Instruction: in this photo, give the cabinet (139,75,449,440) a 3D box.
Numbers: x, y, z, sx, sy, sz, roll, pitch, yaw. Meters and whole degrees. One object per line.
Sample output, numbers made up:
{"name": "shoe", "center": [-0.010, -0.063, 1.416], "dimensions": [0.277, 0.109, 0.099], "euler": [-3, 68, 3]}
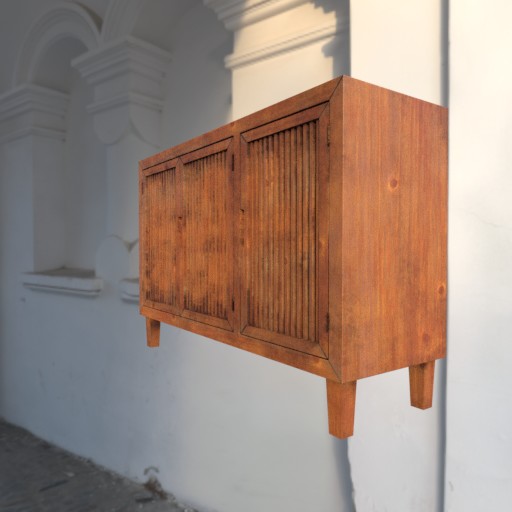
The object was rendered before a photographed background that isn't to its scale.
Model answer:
{"name": "cabinet", "center": [0.000, 0.000, 1.563], "dimensions": [0.403, 0.805, 1.204], "euler": [-1, 2, -35]}
